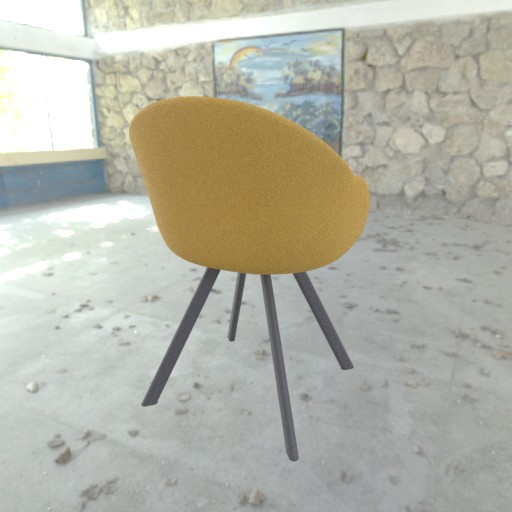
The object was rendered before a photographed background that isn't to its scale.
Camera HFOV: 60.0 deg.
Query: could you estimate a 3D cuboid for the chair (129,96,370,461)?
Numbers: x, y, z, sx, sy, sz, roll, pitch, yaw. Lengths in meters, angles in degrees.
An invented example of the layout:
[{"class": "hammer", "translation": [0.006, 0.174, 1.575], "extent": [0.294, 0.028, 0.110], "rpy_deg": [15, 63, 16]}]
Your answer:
[{"class": "chair", "translation": [0.000, 0.000, 1.214], "extent": [0.551, 0.793, 0.583], "rpy_deg": [8, 18, 27]}]
